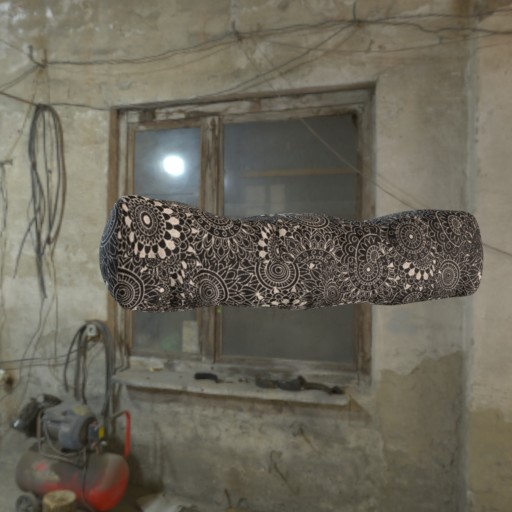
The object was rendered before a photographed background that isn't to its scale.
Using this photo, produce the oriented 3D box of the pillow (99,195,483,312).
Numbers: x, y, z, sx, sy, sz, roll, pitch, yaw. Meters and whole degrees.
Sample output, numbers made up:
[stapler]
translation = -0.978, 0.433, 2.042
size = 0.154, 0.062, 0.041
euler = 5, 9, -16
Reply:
[pillow]
translation = 0.000, 0.000, 0.708
size = 0.468, 0.128, 0.490
euler = 0, 1, -19
